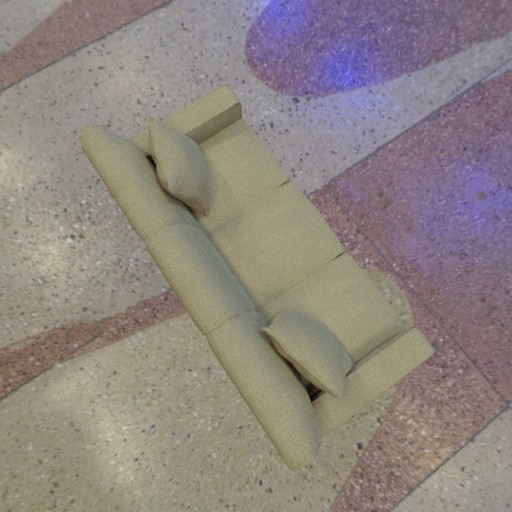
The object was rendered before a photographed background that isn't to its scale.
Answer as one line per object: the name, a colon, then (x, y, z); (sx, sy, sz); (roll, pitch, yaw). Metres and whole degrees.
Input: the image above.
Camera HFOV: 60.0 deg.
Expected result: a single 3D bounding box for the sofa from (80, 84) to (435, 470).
sofa: (0.000, 0.000, 2.630); (0.997, 0.958, 2.024); (-33, 77, -9)
